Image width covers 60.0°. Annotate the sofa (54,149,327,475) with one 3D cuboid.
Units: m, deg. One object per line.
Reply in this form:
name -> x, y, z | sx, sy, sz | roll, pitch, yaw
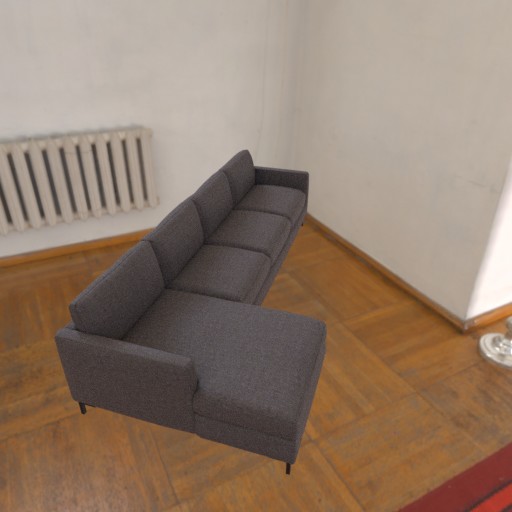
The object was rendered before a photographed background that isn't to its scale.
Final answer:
sofa -> 0.000, 0.000, 3.196 | 1.258, 0.754, 2.731 | 9, 32, 15
